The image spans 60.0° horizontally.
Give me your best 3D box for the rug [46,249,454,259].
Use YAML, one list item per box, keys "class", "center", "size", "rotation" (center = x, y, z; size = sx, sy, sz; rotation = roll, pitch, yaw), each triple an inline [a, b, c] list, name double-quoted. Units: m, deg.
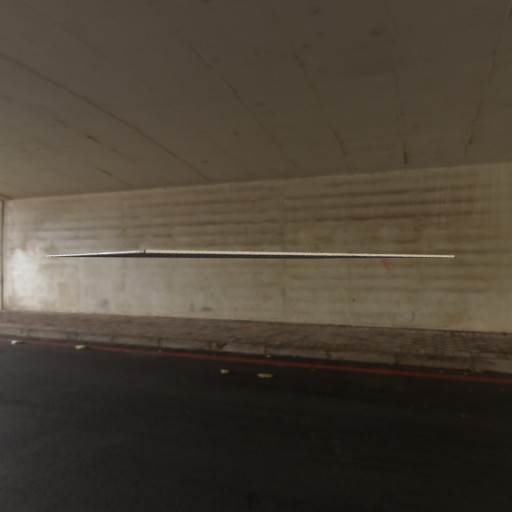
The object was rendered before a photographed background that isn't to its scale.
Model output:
- class: "rug"
  center: [0.000, 0.000, 2.934]
  size: [2.244, 0.017, 1.532]
  rotation: [1, -1, -38]
